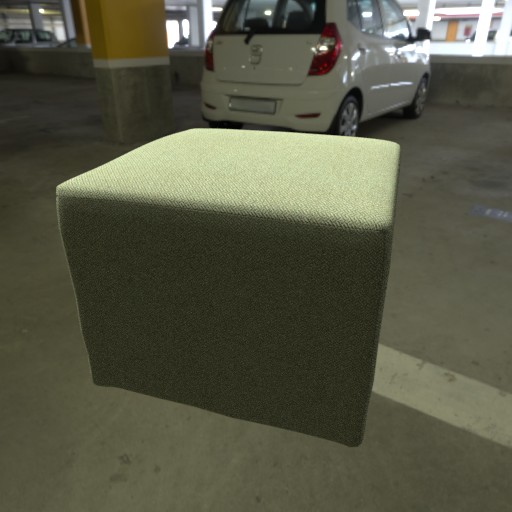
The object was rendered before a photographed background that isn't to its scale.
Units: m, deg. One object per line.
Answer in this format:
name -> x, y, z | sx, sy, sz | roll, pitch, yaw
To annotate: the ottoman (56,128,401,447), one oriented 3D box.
ottoman -> 0.000, 0.000, 0.910 | 0.521, 0.453, 0.512 | 8, 27, 16
